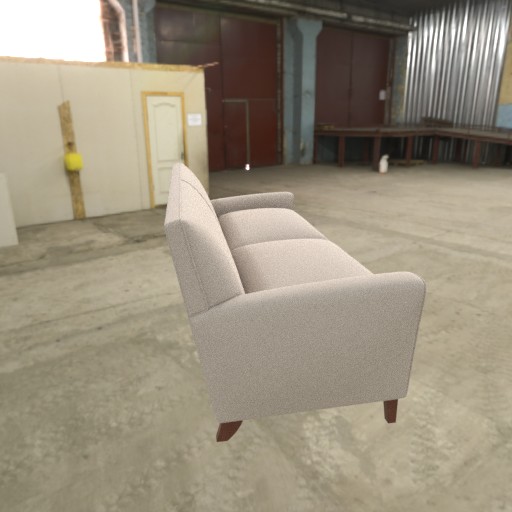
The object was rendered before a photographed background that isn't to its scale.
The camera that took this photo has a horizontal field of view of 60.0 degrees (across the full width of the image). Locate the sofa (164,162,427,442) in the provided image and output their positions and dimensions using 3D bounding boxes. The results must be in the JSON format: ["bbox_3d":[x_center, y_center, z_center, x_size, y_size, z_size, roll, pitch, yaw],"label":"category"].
[{"bbox_3d":[0.000,0.000,2.413,0.875,0.846,2.000,-3,17,-9],"label":"sofa"}]
